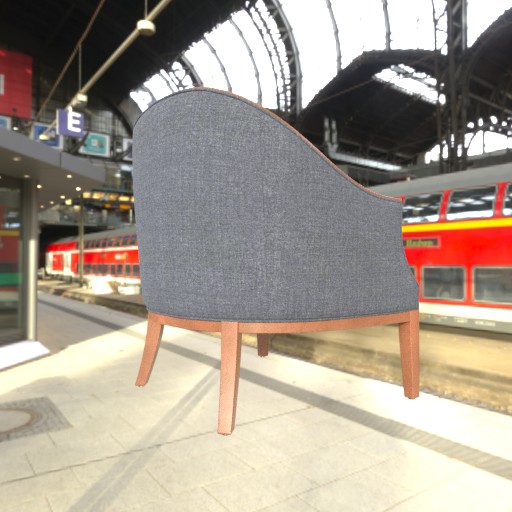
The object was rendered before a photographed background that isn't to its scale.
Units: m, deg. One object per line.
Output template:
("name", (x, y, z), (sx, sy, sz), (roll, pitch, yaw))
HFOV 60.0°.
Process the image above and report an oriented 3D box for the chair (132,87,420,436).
("chair", (0.000, 0.000, 1.464), (0.735, 0.876, 0.803), (0, -1, -37))
